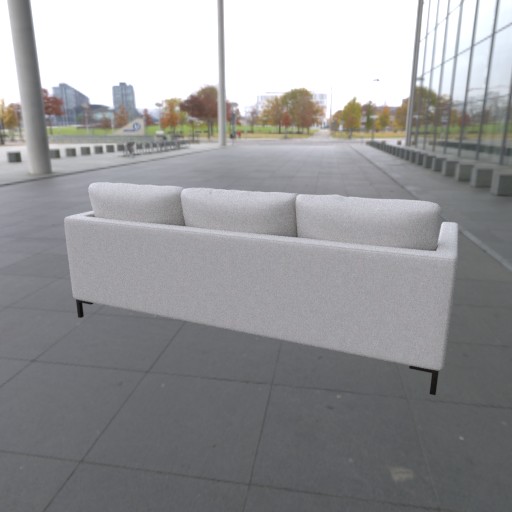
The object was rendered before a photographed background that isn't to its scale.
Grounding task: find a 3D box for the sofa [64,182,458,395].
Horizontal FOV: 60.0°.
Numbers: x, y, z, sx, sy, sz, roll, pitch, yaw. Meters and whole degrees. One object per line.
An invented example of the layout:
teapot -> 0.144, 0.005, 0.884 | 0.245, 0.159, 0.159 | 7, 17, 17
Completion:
sofa -> 0.000, 0.000, 2.709 | 2.218, 0.874, 0.859 | 7, 17, 23
